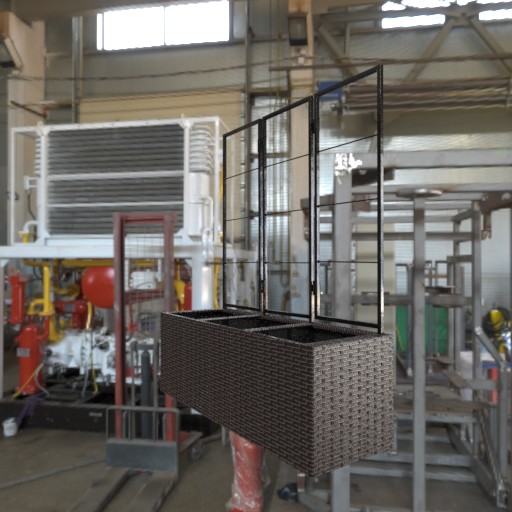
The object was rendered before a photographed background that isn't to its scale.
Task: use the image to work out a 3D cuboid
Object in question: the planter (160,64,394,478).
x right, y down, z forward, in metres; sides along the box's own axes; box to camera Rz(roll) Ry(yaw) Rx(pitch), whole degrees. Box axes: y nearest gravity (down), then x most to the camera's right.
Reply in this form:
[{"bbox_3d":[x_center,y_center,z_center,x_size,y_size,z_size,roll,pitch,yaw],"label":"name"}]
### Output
[{"bbox_3d":[0.000,0.000,1.183,0.244,0.841,0.699,1,-1,-36],"label":"planter"}]
